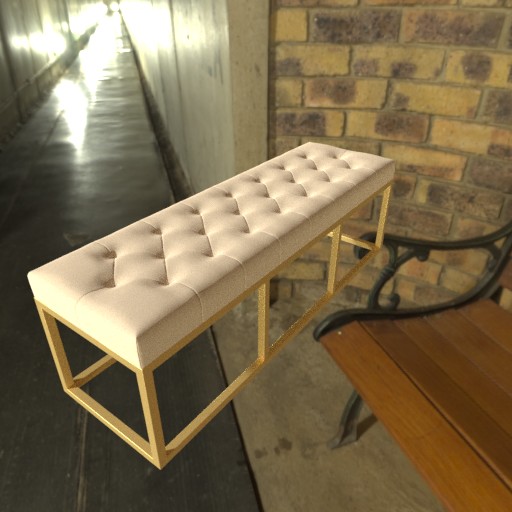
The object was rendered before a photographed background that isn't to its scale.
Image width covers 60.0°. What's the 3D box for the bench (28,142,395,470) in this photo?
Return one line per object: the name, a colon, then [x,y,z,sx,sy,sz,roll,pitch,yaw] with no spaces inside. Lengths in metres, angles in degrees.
bench: [0.000,0.000,1.700,0.457,0.484,1.473,22,38,31]
